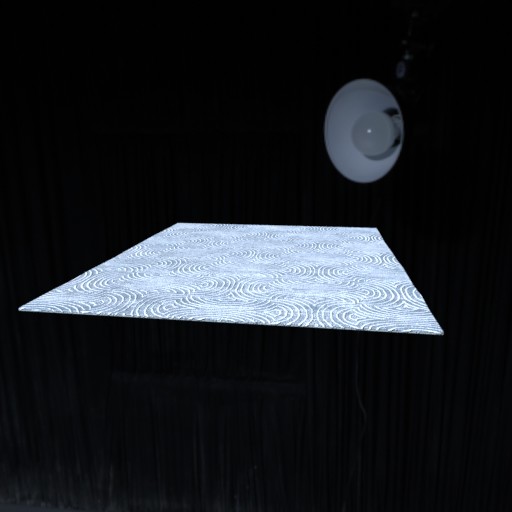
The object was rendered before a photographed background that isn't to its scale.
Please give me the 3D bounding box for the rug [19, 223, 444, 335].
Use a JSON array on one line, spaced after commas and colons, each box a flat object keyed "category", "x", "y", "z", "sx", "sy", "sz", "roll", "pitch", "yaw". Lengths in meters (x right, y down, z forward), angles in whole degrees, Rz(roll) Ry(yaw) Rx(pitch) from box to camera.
[{"category": "rug", "x": 0.000, "y": 0.000, "z": 3.950, "sx": 2.456, "sy": 0.021, "sz": 3.042, "roll": 2, "pitch": 14, "yaw": 8}]
